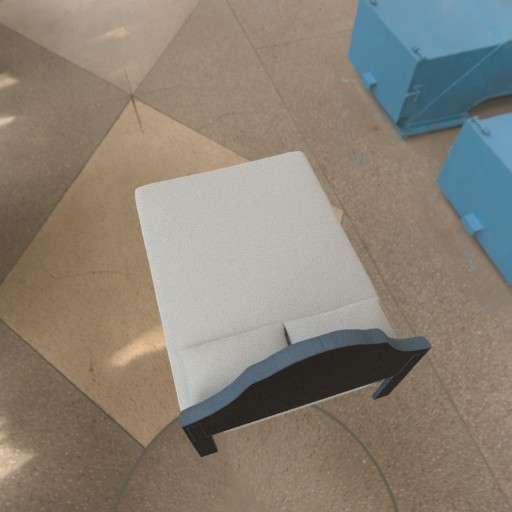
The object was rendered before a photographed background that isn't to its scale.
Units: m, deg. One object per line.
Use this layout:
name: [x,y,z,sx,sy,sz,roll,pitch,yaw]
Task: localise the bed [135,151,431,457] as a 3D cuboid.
bed: [0.000,0.000,3.270,1.636,1.575,2.155,-15,59,-9]
